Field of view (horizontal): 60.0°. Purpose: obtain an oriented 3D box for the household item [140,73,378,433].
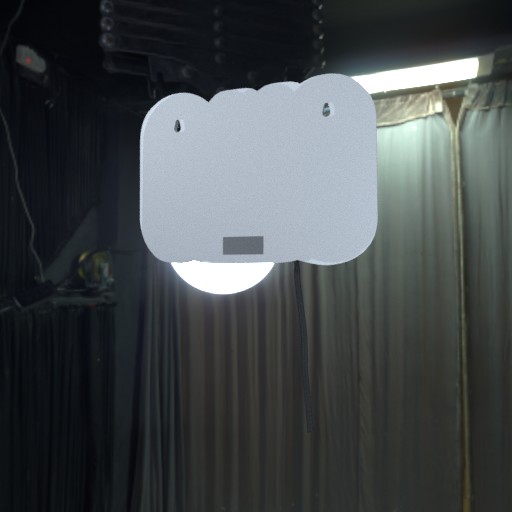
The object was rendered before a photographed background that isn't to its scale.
[{"bbox_3d":[0.000,0.000,0.395,0.211,0.294,0.042,-1,-2,17],"label":"household item"}]
